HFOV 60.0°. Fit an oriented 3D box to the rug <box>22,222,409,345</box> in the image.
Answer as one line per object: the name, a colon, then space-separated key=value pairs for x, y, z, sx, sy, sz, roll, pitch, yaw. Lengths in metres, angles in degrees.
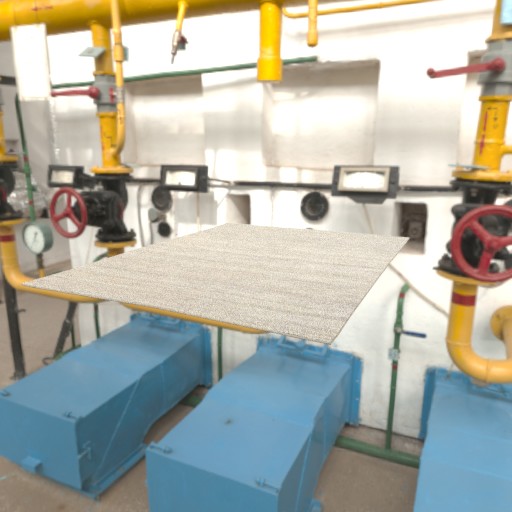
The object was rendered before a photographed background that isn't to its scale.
rug: x=0.000 y=0.000 z=4.828 sx=2.757 sy=0.051 sz=3.626 roll=7 pitch=15 yaw=25
